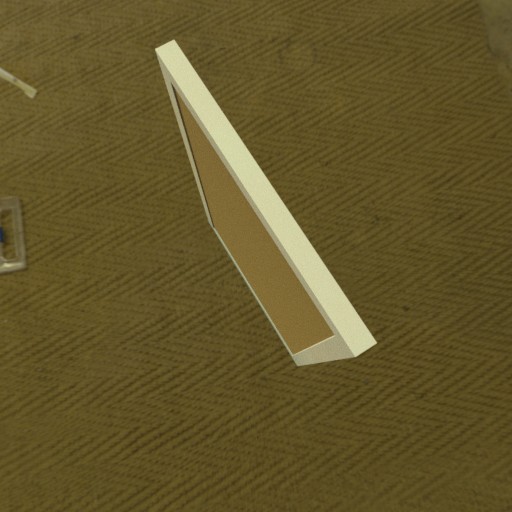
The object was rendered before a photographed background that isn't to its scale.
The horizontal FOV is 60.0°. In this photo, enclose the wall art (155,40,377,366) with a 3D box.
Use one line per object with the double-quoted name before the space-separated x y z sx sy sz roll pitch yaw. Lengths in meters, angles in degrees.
"wall art" 0.000 0.000 1.148 0.039 0.915 0.612 -31 77 -8
